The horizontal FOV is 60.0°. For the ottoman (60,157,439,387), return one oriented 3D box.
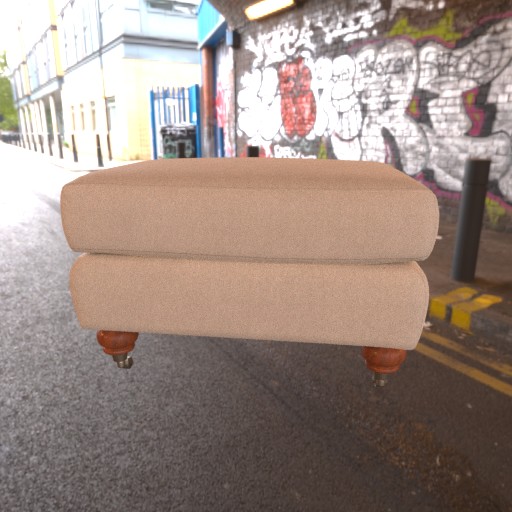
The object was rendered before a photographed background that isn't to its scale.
[{"bbox_3d":[0.000,0.000,1.162,0.773,0.499,0.569,2,16,7],"label":"ottoman"}]
